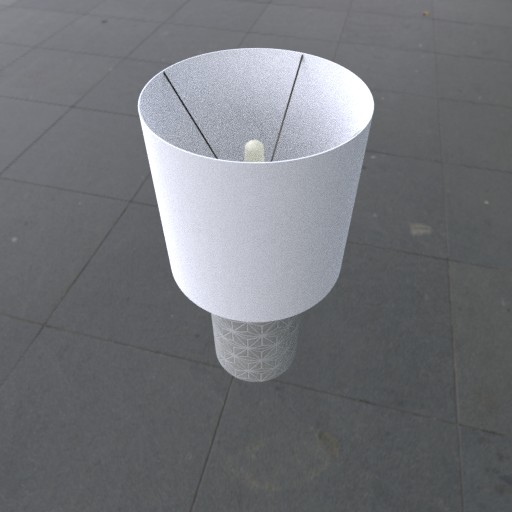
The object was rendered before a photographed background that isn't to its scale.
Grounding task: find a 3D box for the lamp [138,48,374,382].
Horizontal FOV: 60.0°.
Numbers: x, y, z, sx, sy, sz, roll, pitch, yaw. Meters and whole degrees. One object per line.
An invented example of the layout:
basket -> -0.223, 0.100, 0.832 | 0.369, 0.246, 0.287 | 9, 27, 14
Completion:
lamp -> 0.000, 0.000, 0.544 | 0.206, 0.416, 0.206 | 22, 51, 20
